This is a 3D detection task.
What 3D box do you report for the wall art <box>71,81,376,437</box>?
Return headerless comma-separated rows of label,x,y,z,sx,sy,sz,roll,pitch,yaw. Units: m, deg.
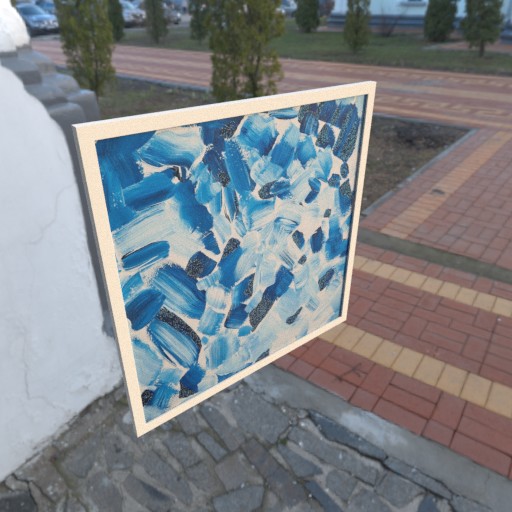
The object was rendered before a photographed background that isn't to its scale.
wall art,0.000,0.000,0.673,0.457,0.457,0.012,-21,36,-32
